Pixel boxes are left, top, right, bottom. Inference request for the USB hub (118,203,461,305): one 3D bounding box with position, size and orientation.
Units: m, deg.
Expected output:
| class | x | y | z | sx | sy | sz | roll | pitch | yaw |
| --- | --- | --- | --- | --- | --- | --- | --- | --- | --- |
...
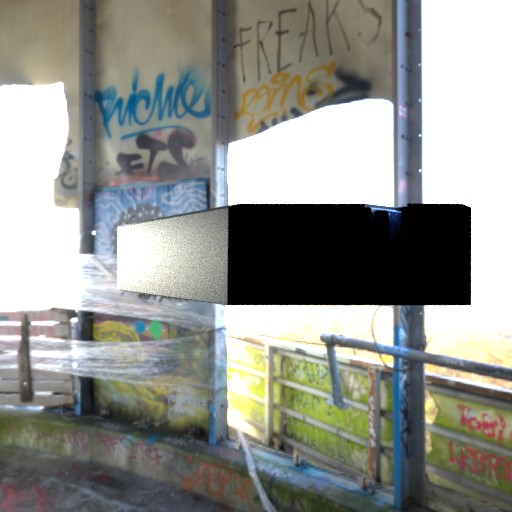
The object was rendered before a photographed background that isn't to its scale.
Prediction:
| class | x | y | z | sx | sy | sz | roll | pitch | yaw |
| --- | --- | --- | --- | --- | --- | --- | --- | --- | --- |
| USB hub | 0.000 | 0.000 | 0.128 | 0.044 | 0.023 | 0.110 | 1 | -1 | -37 |
